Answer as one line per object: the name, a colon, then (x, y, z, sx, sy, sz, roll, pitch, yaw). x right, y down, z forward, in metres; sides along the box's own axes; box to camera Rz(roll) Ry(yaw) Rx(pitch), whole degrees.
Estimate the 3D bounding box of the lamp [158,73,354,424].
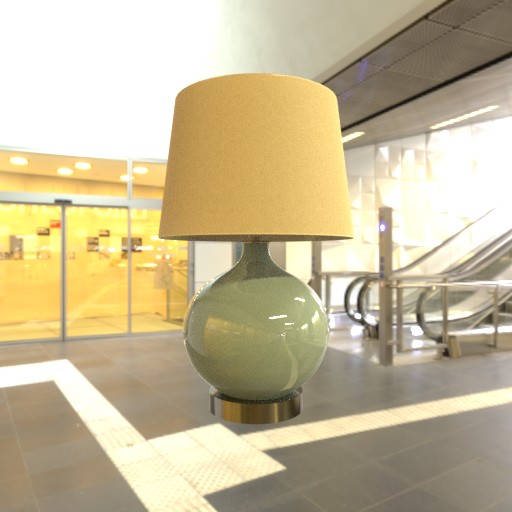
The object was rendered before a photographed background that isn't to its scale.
lamp: (0.000, 0.000, 0.570, 0.247, 0.387, 0.247, 0, 0, 0)
